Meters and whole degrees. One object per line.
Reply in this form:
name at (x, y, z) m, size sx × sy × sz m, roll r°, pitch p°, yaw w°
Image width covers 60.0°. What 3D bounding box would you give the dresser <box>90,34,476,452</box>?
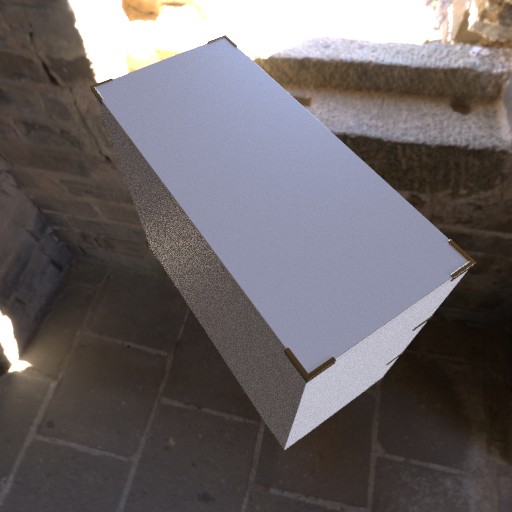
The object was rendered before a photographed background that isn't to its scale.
dresser at (0.000, 0.000, 1.490) m, size 0.460 × 0.891 × 1.022 m, roll -30°, pitch 62°, yaw -17°
